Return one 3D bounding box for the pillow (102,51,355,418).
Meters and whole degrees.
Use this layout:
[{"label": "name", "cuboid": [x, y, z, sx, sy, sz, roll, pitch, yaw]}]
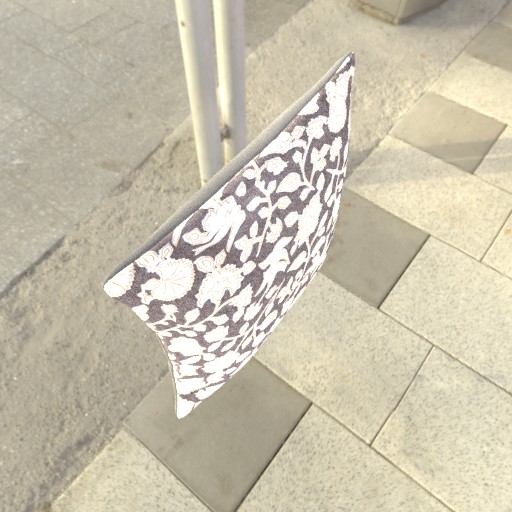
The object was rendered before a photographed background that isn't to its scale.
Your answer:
[{"label": "pillow", "cuboid": [0.000, 0.000, 0.781, 0.166, 0.507, 0.526, 31, 62, 19]}]
